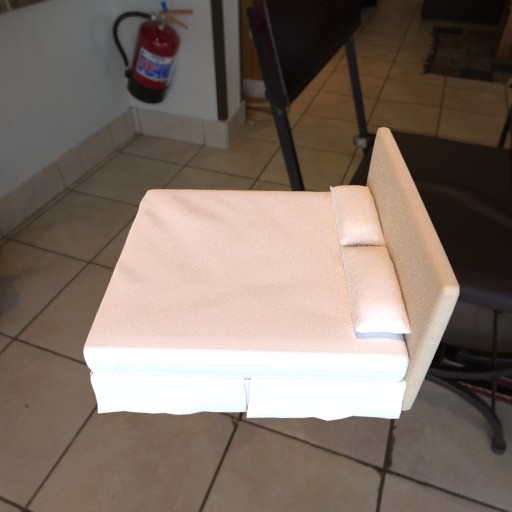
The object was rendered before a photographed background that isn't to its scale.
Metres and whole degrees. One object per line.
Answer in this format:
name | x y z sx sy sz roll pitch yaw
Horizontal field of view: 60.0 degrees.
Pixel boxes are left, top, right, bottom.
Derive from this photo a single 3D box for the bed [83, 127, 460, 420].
bed | 0.000 0.000 3.575 2.319 1.317 2.119 1 41 1
